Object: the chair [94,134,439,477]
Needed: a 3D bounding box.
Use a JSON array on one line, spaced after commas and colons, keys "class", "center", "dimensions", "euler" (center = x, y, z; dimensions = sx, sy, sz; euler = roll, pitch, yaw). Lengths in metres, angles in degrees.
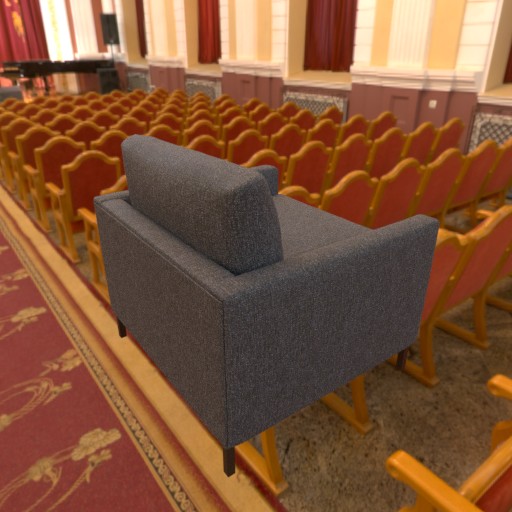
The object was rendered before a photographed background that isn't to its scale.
[{"class": "chair", "center": [0.000, 0.000, 1.651], "dimensions": [0.866, 0.861, 0.963], "euler": [-17, 30, -32]}]
